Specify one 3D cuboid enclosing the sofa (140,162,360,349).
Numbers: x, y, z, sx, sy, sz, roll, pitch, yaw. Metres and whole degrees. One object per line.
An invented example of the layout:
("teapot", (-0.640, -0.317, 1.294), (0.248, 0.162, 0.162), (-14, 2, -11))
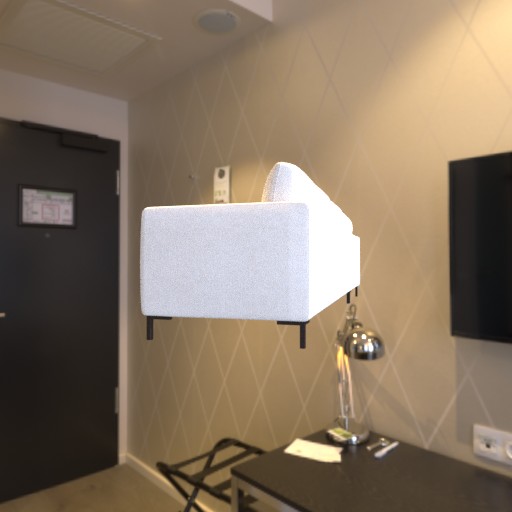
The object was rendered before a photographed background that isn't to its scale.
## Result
("sofa", (0.000, 0.000, 3.663), (1.467, 0.875, 3.186), (0, -1, 17))
